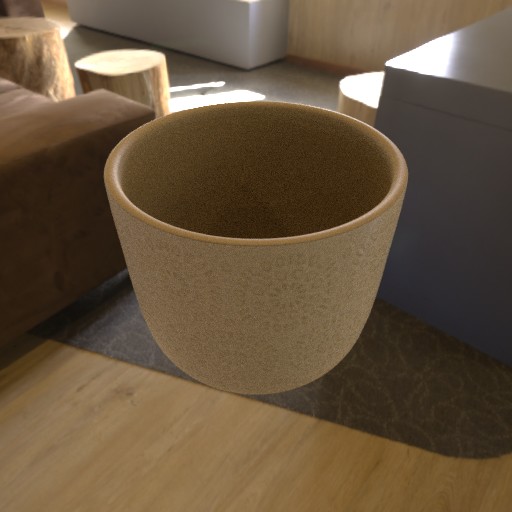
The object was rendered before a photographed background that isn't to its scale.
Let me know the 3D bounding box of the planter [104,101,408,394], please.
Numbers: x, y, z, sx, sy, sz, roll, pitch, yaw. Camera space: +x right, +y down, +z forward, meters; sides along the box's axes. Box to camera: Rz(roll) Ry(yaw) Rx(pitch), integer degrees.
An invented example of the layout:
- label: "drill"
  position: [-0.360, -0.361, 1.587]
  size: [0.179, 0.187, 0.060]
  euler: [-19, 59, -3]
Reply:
- label: "planter"
  position: [0.000, 0.000, 0.303]
  size: [0.170, 0.152, 0.170]
  euler: [0, 40, 0]
